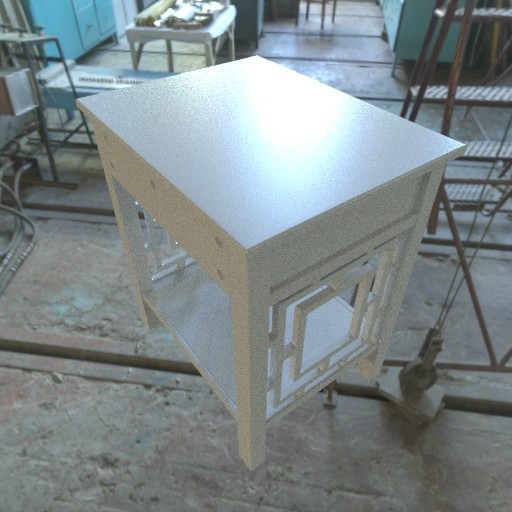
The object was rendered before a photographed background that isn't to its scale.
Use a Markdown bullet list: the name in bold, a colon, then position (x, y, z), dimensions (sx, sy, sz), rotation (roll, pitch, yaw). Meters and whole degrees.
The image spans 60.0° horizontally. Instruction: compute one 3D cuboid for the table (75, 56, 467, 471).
- **table**: position (0.000, 0.000, 0.998), dimensions (0.451, 0.646, 0.564), rotation (-26, 48, -27)
